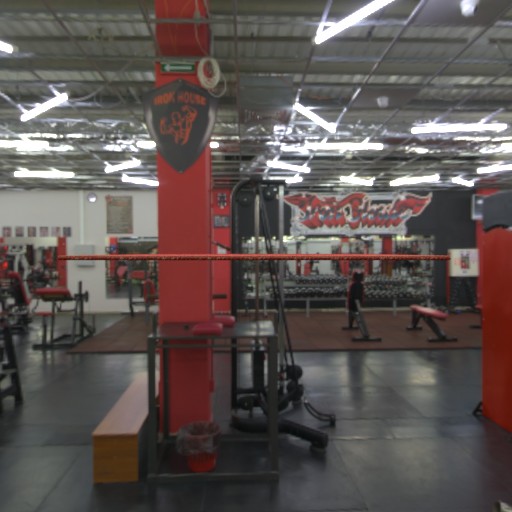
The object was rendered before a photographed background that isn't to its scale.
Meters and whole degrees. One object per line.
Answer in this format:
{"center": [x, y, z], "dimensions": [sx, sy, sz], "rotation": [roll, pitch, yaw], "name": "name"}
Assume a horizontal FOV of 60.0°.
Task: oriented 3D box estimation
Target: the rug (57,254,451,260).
{"center": [0.000, 0.000, 4.041], "dimensions": [2.340, 0.028, 2.905], "rotation": [0, 0, 0], "name": "rug"}
